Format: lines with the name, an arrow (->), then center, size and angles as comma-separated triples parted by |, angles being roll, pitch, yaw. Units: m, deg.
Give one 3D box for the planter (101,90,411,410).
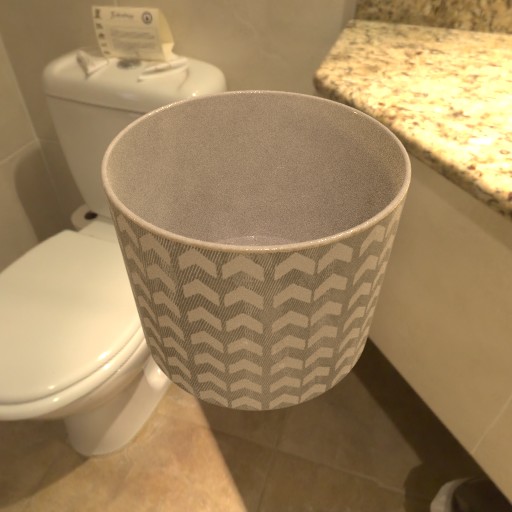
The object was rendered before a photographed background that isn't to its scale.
planter -> 0.000, 0.000, 0.448 | 0.250, 0.239, 0.250 | 0, 42, 0
